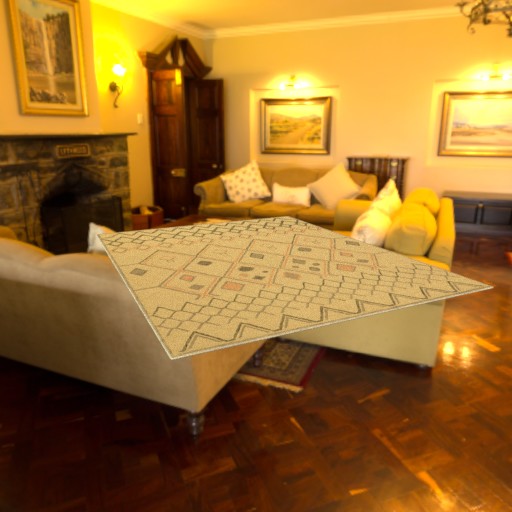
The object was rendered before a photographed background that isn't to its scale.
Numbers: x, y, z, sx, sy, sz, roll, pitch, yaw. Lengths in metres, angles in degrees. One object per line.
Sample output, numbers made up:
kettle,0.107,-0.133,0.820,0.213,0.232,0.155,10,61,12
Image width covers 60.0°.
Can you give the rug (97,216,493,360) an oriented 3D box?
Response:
rug,0.000,0.000,4.086,2.441,0.016,3.050,-8,18,-25
